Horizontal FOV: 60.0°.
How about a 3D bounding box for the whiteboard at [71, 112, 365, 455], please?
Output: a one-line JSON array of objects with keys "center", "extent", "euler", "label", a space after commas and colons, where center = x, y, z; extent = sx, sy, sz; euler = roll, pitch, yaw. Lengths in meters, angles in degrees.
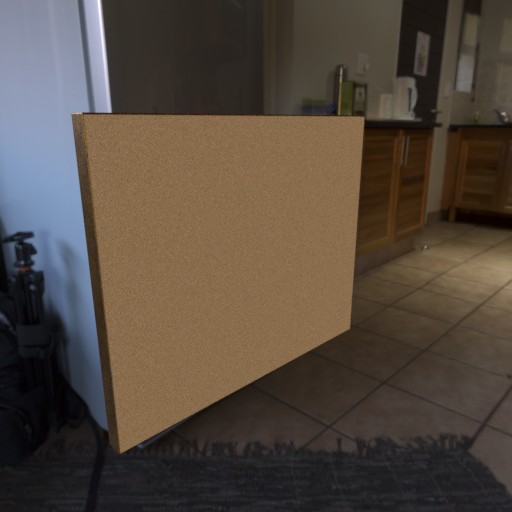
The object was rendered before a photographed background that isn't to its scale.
[{"center": [0.000, 0.000, 0.751], "extent": [0.561, 0.457, 0.029], "euler": [-16, 23, -42], "label": "whiteboard"}]
